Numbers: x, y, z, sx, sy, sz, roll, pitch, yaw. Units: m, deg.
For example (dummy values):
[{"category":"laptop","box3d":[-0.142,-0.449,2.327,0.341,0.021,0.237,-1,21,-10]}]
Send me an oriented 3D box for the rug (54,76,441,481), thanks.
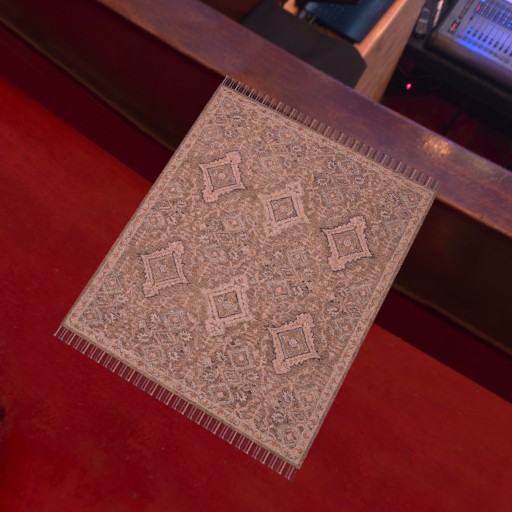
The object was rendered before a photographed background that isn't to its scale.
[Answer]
[{"category":"rug","box3d":[0.000,0.000,4.137,2.437,0.010,3.056,29,78,7]}]
